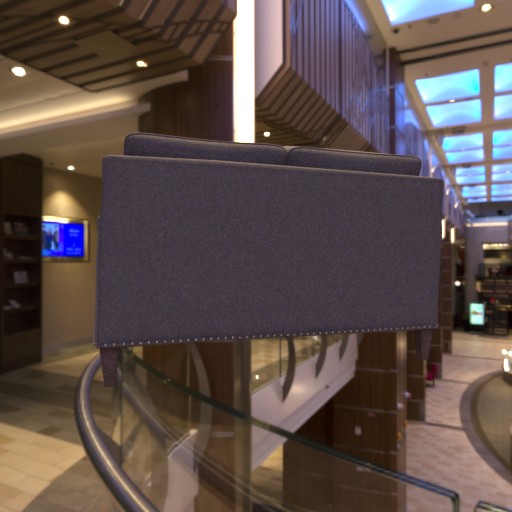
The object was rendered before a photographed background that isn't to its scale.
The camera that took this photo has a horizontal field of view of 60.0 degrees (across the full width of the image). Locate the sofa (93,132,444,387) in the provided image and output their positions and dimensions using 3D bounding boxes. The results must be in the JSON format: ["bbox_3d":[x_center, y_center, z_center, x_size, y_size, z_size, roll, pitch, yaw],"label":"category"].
[{"bbox_3d":[0.000,0.000,2.318,1.597,1.003,1.084,0,-1,-18],"label":"sofa"}]
